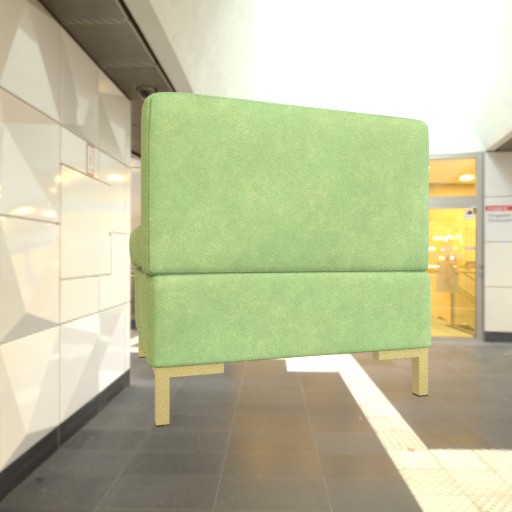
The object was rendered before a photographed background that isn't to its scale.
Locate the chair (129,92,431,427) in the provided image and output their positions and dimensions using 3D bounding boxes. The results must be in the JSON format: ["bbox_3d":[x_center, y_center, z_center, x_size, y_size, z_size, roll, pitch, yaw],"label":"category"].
[{"bbox_3d":[0.000,0.000,1.248,0.680,0.660,0.680,0,0,-18],"label":"chair"}]
